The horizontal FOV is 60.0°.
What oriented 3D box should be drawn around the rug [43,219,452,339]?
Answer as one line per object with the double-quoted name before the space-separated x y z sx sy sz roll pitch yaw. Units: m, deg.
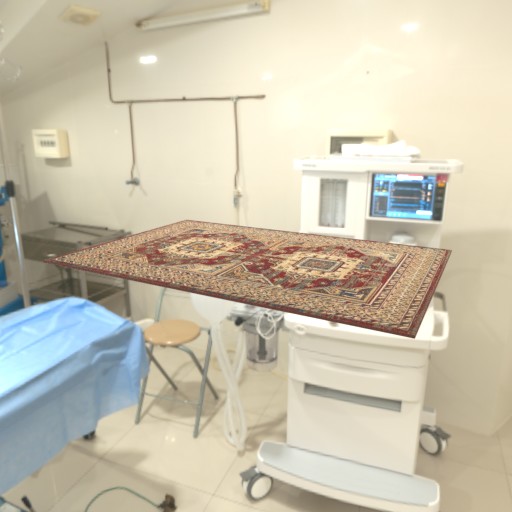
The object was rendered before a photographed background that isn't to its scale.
"rug" 0.000 0.000 5.942 4.578 0.033 3.033 8 18 27
